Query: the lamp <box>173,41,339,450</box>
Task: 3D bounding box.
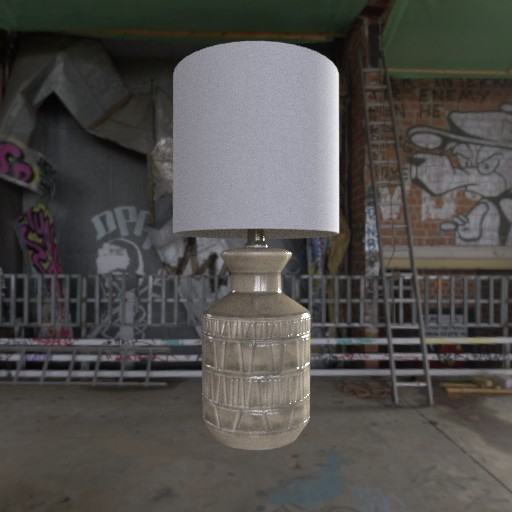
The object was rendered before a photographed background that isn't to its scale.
[{"bbox_3d":[0.000,0.000,0.573,0.211,0.455,0.211,0,-1,19],"label":"lamp"}]
